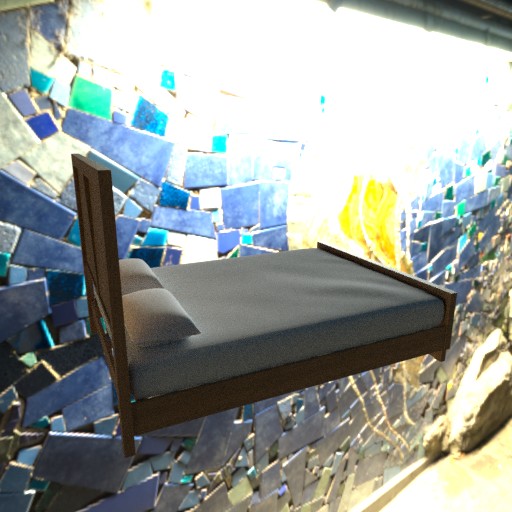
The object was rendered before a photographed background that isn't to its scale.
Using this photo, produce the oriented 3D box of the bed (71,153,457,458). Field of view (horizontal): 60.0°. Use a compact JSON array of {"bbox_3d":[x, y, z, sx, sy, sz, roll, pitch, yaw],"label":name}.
[{"bbox_3d":[0.000,0.000,3.130,2.184,1.387,1.606,-7,17,-24],"label":"bed"}]
